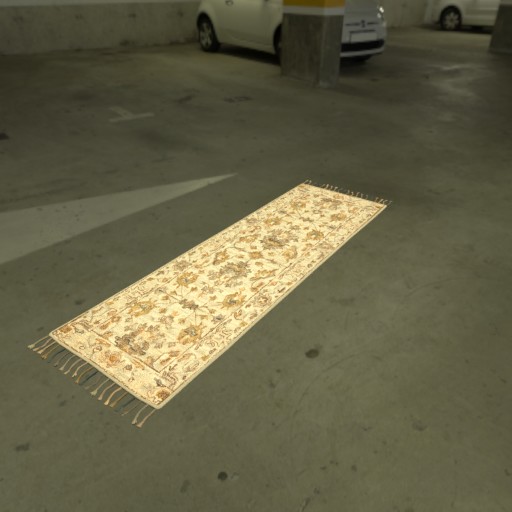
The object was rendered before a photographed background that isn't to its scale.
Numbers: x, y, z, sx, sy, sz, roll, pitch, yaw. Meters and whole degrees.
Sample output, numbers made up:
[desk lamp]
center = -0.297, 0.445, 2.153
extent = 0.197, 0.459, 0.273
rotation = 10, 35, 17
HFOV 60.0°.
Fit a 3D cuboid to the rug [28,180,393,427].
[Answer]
[rug]
center = 0.000, 0.000, 2.608
extent = 0.729, 0.021, 2.438
rotation = 21, 37, 30
